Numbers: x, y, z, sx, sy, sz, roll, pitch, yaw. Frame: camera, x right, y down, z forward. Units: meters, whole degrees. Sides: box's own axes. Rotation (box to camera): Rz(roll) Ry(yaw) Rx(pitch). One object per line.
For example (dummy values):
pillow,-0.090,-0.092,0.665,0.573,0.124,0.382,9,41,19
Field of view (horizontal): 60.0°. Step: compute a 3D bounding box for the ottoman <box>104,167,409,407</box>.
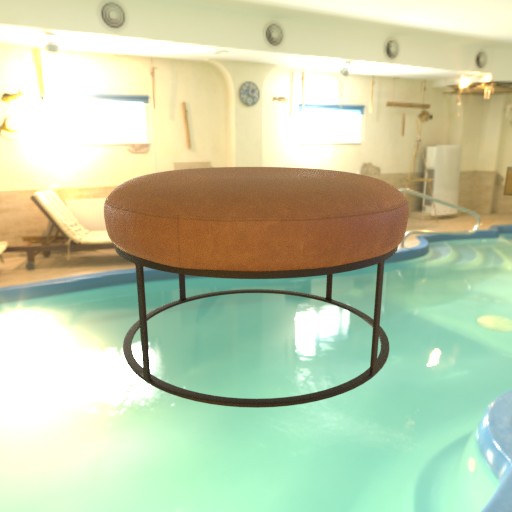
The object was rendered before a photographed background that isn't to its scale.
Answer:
ottoman,0.000,0.000,1.218,0.771,0.460,0.771,0,15,0
